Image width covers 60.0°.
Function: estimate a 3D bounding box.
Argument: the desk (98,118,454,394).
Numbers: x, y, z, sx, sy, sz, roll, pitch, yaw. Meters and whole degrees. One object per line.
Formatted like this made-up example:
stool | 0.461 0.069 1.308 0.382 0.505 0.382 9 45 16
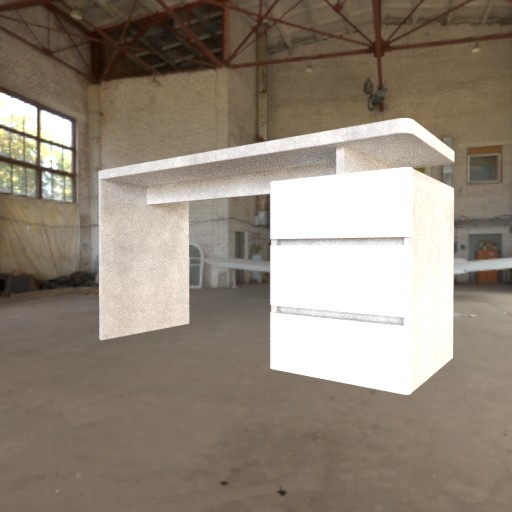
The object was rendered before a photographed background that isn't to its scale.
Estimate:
desk | 0.000 0.000 1.802 1.400 0.755 0.550 1 1 36
